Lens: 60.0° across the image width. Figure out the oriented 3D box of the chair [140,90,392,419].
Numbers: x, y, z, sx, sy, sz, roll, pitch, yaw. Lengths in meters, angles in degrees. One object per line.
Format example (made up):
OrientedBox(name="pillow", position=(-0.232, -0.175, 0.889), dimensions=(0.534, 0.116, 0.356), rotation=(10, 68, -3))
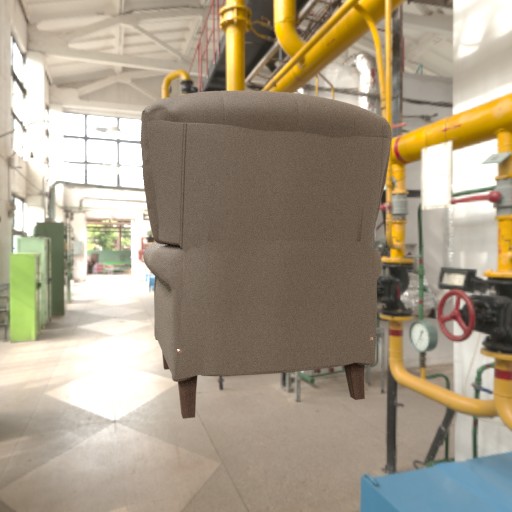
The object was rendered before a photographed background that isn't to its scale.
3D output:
OrientedBox(name="chair", position=(0.000, 0.000, 1.942), dimensions=(0.999, 1.138, 1.041), rotation=(0, 0, -17))
